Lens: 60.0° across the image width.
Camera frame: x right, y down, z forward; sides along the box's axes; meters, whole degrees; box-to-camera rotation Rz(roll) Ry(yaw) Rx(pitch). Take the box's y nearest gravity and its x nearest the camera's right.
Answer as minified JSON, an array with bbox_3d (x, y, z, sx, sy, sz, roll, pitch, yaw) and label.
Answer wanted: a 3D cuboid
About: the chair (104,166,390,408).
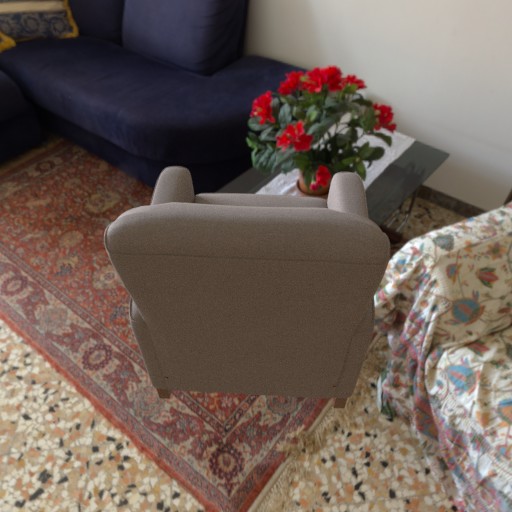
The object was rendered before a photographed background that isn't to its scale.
[{"bbox_3d":[0.000,0.000,1.655,0.845,1.023,0.859,2,47,2],"label":"chair"}]
